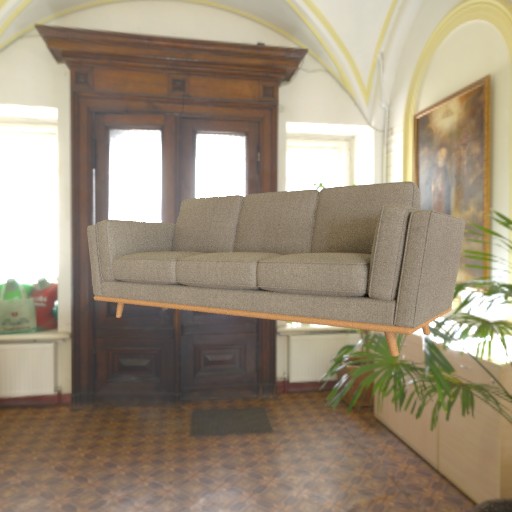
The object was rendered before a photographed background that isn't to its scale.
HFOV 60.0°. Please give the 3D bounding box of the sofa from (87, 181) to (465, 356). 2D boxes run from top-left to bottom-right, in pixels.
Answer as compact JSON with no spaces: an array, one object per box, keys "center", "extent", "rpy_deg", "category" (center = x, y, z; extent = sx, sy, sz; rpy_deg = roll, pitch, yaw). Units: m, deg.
[{"center":[0.000,0.000,2.866],"extent":[2.362,0.899,0.903],"rpy_deg":[1,1,34],"category":"sofa"}]
